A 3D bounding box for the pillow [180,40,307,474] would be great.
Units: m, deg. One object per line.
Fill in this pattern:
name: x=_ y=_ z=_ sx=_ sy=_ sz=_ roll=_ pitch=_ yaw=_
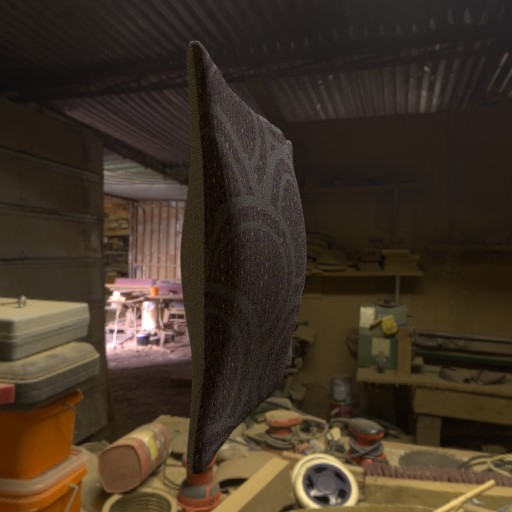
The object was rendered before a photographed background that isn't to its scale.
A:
pillow: x=0.000 y=0.000 z=0.760 sx=0.163 sy=0.513 sz=0.514 roll=0 pitch=1 yaw=16
